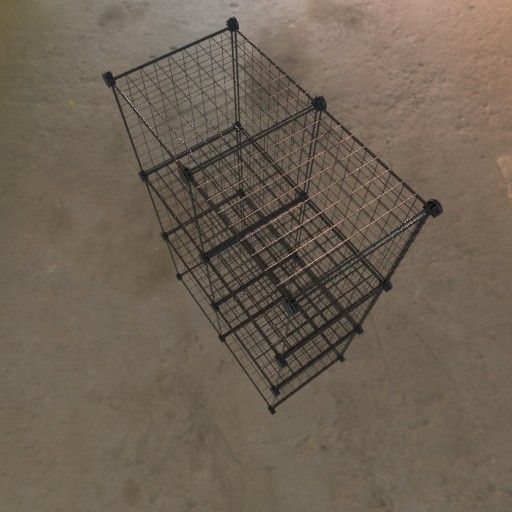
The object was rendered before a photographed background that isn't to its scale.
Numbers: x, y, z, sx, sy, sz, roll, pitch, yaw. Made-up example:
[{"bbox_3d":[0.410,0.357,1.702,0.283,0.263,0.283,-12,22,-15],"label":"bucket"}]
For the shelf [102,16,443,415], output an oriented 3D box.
[{"bbox_3d":[0.000,0.000,1.378,0.356,1.067,0.711,-32,66,-16],"label":"shelf"}]
